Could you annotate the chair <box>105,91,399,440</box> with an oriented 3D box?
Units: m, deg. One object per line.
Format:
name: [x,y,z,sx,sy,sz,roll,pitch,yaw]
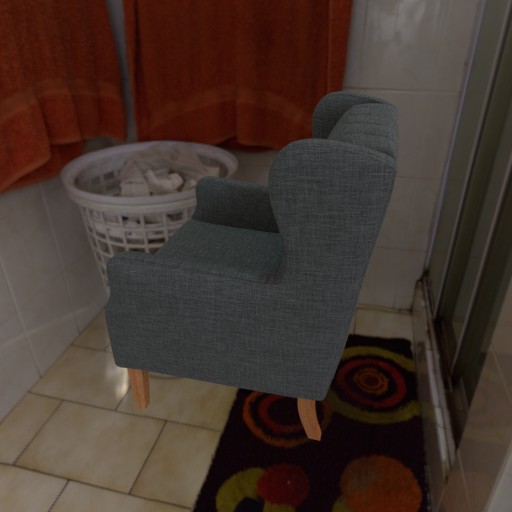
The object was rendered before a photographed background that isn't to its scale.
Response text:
chair: [0.000,0.000,1.459,0.775,0.953,0.711,8,31,14]
